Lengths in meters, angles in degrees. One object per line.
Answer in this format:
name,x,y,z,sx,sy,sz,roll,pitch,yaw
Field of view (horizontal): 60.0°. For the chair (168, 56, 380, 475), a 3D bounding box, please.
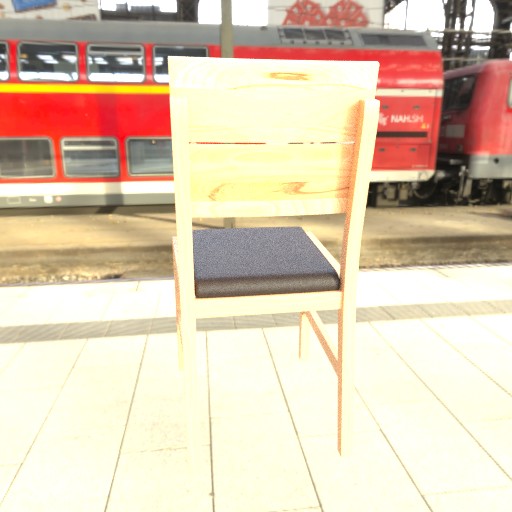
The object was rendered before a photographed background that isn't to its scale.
chair,0.000,0.000,1.247,0.475,0.950,0.560,-3,16,-9
